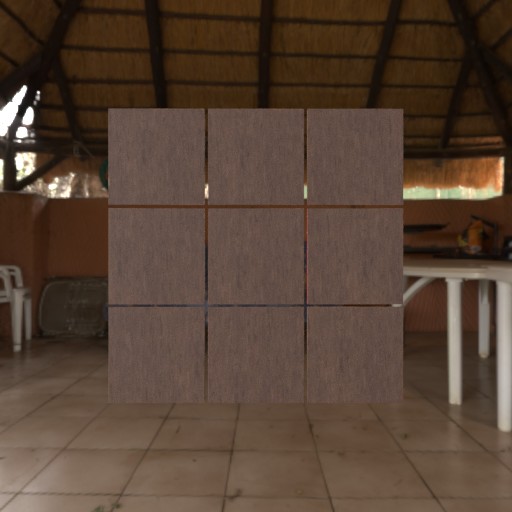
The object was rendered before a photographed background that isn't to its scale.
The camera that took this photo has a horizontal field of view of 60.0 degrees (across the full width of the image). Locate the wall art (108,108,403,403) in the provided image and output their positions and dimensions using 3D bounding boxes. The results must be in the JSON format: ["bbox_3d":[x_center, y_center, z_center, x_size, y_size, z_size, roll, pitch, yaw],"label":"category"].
[{"bbox_3d":[0.000,0.000,1.383,0.915,0.914,0.013,0,0,0],"label":"wall art"}]
